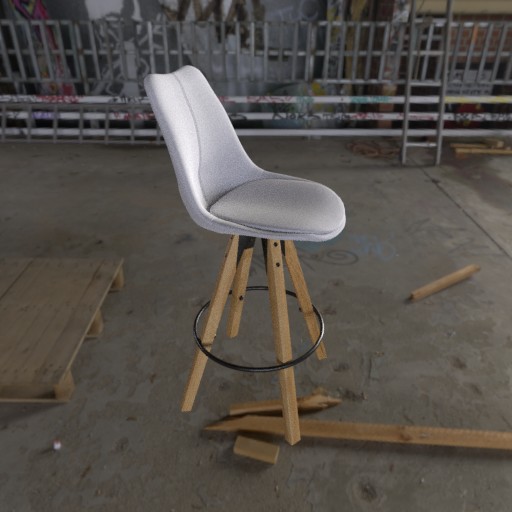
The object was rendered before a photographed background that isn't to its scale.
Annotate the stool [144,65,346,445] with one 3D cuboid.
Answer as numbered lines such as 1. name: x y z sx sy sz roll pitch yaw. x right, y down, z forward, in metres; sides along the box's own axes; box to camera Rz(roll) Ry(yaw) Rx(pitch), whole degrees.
1. stool: 0.000 0.000 1.455 0.550 1.115 0.484 10 31 17
